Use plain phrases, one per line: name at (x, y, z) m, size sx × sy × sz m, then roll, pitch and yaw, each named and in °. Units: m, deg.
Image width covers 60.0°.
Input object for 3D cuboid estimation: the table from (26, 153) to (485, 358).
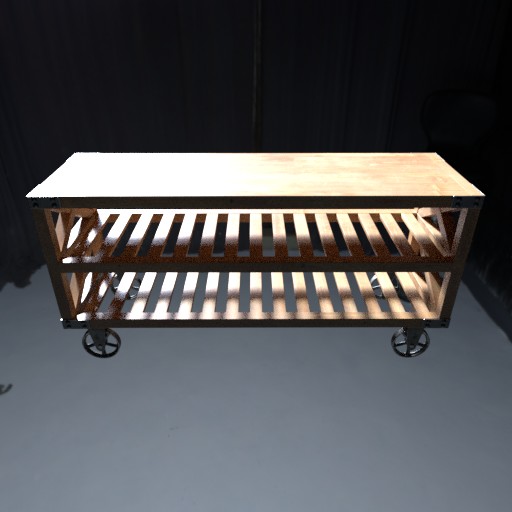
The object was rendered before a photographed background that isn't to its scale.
table at (0.000, 0.000, 1.798) m, size 1.487 × 0.711 × 0.467 m, roll 0°, pitch 30°, yaw 0°
